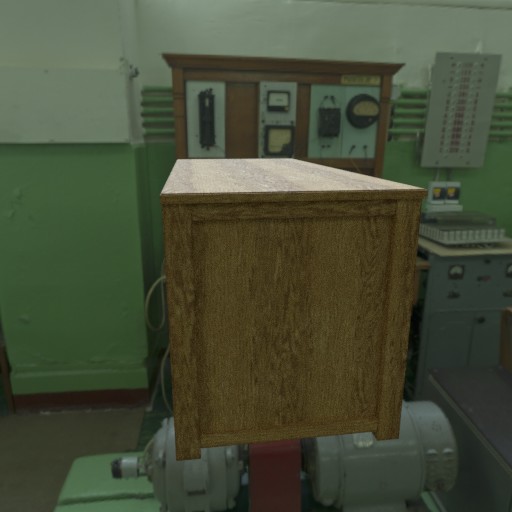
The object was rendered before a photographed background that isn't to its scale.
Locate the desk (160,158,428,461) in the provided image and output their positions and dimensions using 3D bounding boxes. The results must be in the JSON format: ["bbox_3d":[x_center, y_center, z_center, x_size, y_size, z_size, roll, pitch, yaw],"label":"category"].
[{"bbox_3d":[0.000,0.000,1.933,0.685,0.751,1.567,-2,15,-8],"label":"desk"}]
